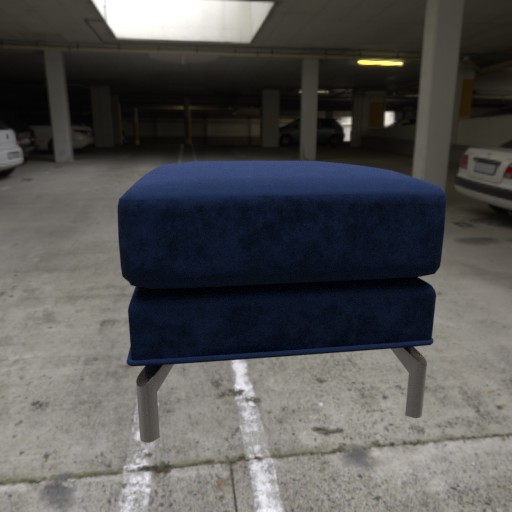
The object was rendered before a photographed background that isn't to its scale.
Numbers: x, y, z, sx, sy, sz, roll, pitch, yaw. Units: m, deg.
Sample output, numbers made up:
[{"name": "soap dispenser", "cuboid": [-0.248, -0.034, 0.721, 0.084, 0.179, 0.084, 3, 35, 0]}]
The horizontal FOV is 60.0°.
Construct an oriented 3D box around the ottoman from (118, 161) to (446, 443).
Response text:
[{"name": "ottoman", "cuboid": [0.000, 0.000, 1.184, 0.587, 0.498, 0.835, -2, 14, -9]}]
